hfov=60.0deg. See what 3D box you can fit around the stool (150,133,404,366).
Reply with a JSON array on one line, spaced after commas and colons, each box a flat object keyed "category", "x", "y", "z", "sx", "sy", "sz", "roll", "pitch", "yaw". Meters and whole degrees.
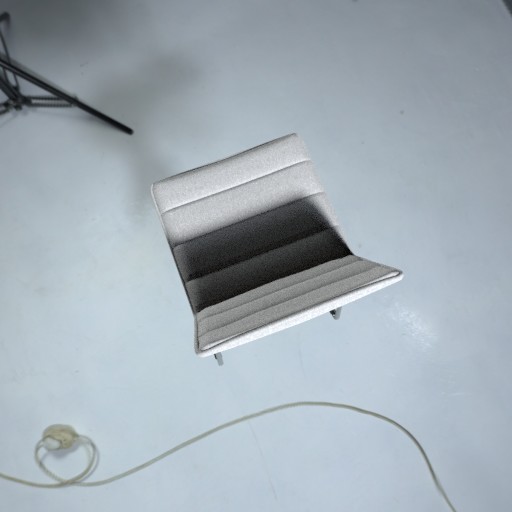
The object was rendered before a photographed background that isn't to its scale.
[{"category": "stool", "x": 0.000, "y": 0.000, "z": 1.258, "sx": 0.490, "sy": 0.960, "sz": 0.490, "roll": -21, "pitch": 78, "yaw": -5}]
